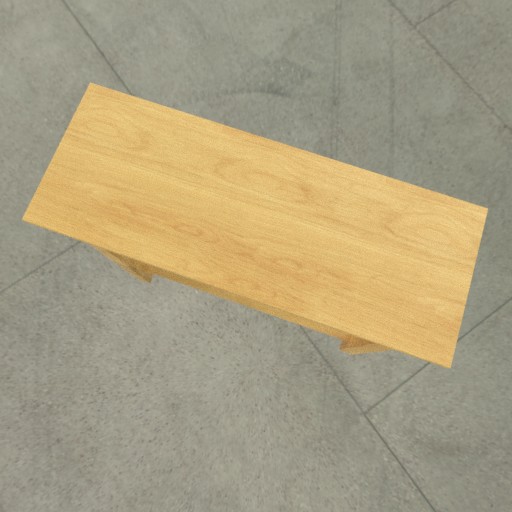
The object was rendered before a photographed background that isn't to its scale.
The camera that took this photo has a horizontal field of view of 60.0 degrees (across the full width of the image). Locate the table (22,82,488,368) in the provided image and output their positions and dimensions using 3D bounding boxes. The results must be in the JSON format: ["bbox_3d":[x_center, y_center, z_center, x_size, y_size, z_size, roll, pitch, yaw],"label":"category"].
[{"bbox_3d":[0.000,0.000,1.265,0.900,0.728,0.340,19,77,5],"label":"table"}]
